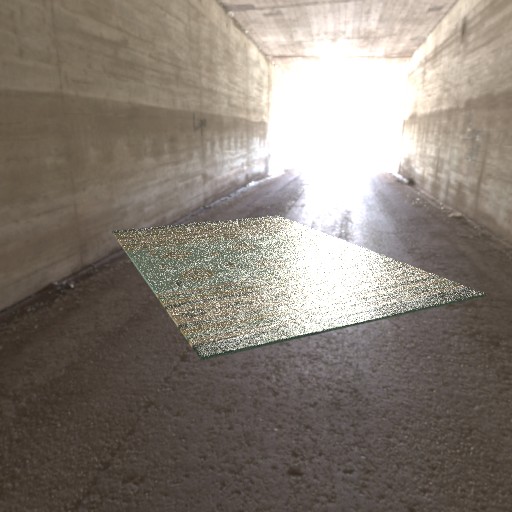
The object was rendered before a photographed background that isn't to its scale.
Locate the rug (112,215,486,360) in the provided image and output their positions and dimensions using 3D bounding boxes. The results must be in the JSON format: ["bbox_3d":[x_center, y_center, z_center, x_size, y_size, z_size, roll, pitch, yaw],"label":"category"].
[{"bbox_3d":[0.000,0.000,2.337,1.212,0.010,1.811,-8,18,-24],"label":"rug"}]
